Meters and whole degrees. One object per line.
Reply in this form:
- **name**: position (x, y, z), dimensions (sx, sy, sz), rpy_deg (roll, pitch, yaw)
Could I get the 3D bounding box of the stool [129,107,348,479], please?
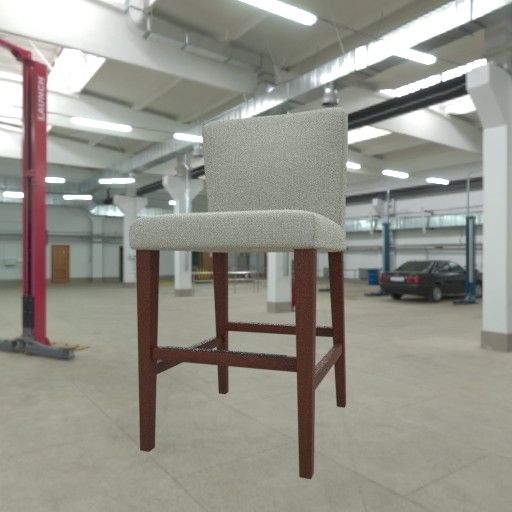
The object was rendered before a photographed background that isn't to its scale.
- **stool**: position (0.000, 0.000, 1.274), dimensions (0.481, 0.969, 0.568), rpy_deg (0, 0, 19)
